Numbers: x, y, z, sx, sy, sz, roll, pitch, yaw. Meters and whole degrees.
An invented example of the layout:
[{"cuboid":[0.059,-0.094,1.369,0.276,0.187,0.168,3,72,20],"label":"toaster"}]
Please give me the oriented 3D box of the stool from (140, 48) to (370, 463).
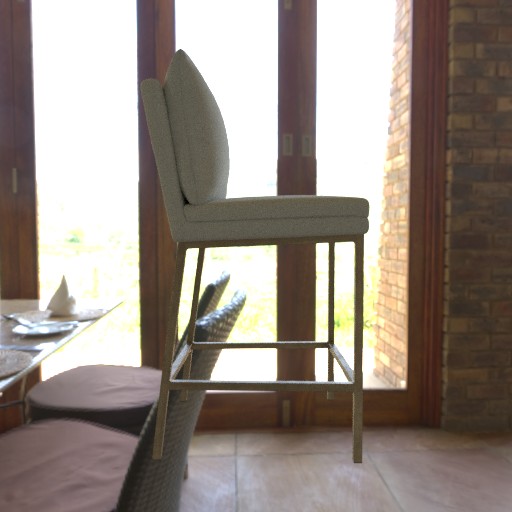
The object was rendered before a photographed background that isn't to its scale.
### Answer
[{"cuboid":[0.000,0.000,1.316,0.572,1.032,0.463,0,2,0],"label":"stool"}]
